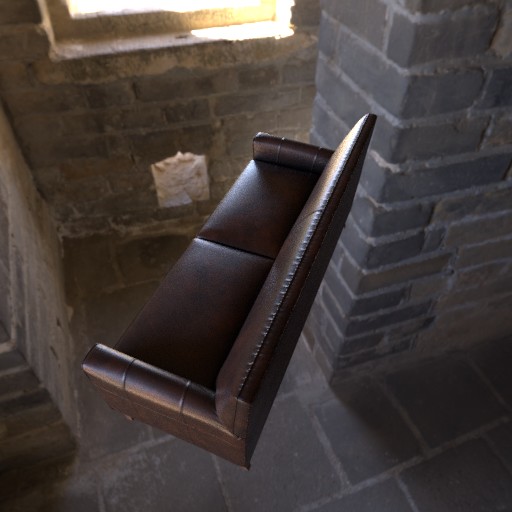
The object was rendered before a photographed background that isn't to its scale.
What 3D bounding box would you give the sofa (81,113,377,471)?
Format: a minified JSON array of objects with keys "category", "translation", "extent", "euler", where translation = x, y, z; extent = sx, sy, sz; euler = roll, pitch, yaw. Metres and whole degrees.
[{"category":"sofa","translation":[0.000,0.000,2.448],"extent":[0.786,0.871,1.995],"euler":[16,48,15]}]
